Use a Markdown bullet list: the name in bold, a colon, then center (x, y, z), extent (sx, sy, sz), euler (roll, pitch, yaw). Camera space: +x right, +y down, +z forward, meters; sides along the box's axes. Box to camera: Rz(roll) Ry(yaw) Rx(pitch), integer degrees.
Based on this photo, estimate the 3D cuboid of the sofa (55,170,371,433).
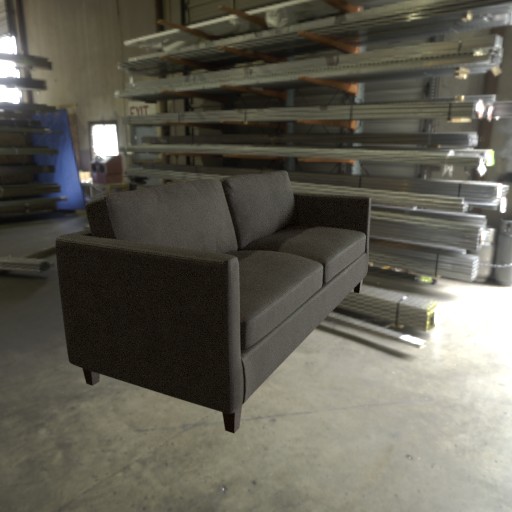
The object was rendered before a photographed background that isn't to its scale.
- **sofa**: center (0.000, 0.000, 2.785), extent (0.951, 0.965, 2.208), euler (7, 16, 26)
